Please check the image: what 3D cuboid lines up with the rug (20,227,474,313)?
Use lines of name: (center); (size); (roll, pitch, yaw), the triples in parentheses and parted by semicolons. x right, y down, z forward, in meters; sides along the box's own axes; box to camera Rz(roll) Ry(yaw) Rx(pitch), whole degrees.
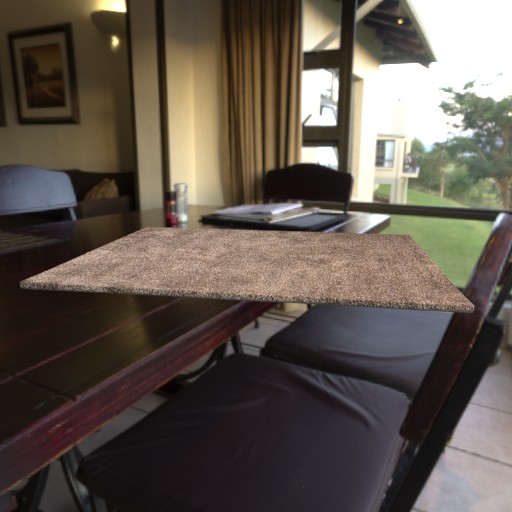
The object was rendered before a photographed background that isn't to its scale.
rug: (0.000, 0.000, 2.105); (1.601, 0.025, 1.198); (2, 14, 9)
